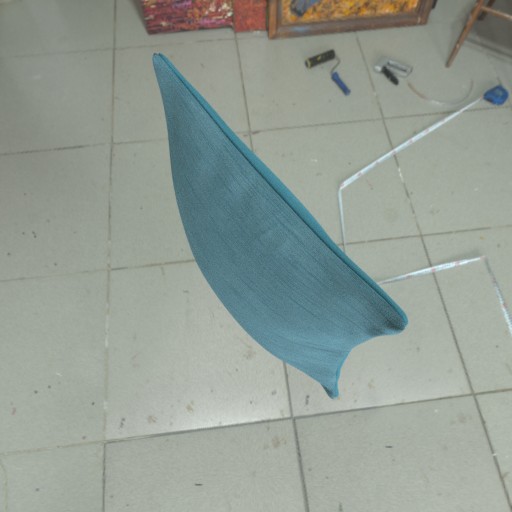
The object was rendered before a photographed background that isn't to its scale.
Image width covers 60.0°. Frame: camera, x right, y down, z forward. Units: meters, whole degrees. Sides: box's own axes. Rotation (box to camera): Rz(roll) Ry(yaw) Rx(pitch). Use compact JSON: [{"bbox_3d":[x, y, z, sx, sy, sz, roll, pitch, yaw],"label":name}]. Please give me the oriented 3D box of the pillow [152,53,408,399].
[{"bbox_3d":[0.000,0.000,0.643,0.151,0.415,0.433,-34,68,-15],"label":"pillow"}]
